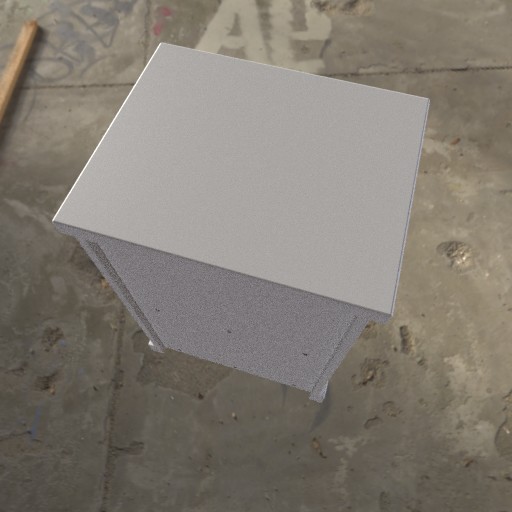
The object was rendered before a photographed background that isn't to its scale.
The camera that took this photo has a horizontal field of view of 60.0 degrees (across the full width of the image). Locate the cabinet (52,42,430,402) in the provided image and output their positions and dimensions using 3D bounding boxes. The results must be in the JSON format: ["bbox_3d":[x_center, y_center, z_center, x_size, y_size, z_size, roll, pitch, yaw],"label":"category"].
[{"bbox_3d":[0.000,0.000,1.052,0.520,0.723,0.431,15,64,8],"label":"cabinet"}]
